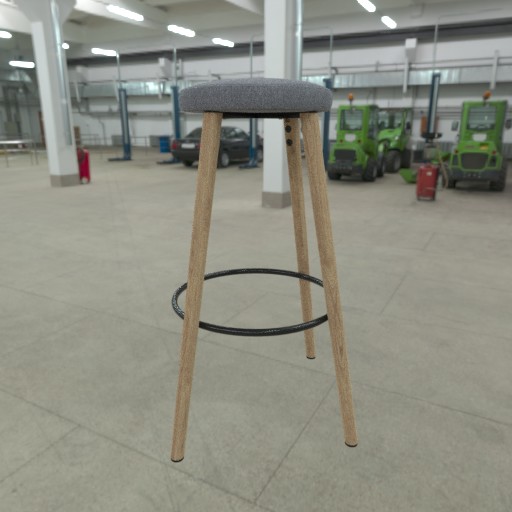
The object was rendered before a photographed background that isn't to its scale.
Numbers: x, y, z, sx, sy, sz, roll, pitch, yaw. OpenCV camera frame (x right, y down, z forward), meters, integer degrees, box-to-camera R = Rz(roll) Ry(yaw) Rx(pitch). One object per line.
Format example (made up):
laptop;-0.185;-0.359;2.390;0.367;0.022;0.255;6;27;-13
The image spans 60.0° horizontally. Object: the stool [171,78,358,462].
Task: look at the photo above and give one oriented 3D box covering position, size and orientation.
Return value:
stool;0.000;0.000;1.036;0.410;0.770;0.410;-2;17;-6
